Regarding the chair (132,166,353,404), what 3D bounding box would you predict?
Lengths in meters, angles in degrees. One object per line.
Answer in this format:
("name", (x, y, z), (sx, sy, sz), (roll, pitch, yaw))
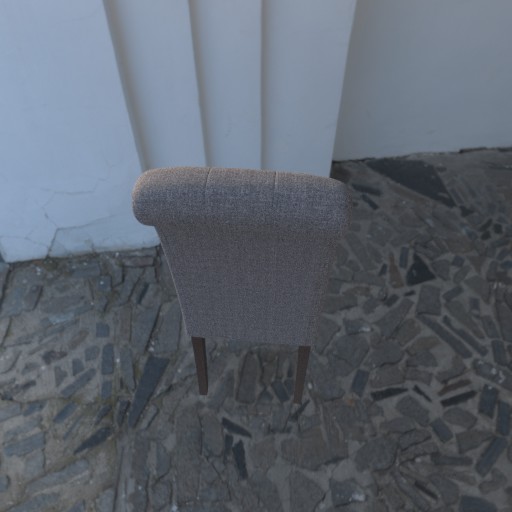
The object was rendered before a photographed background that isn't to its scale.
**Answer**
("chair", (0.000, 0.000, 1.357), (0.456, 1.006, 0.671), (4, 47, 4))
